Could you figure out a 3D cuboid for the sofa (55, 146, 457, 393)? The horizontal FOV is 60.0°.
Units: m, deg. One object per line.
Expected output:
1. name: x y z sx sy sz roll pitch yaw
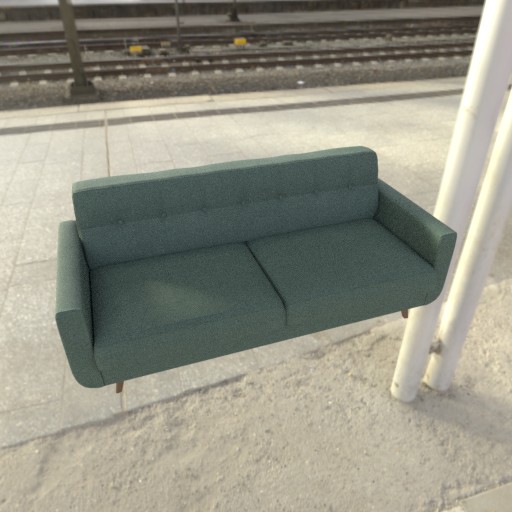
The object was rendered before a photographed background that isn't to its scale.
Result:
1. sofa: 0.000 0.000 2.486 2.029 0.841 0.909 -11 34 -16
